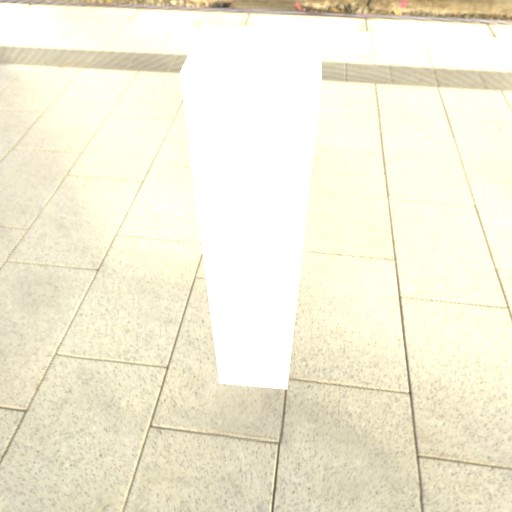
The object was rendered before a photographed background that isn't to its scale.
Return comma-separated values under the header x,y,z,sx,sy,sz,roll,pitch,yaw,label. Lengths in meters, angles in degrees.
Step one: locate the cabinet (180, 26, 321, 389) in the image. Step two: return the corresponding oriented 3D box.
x,y,z,sx,sy,sz,roll,pitch,yaw,label
0.000,0.000,1.538,0.300,1.400,0.269,4,47,4,cabinet
